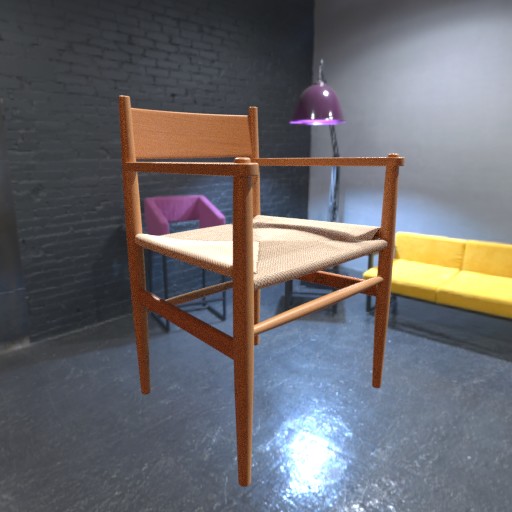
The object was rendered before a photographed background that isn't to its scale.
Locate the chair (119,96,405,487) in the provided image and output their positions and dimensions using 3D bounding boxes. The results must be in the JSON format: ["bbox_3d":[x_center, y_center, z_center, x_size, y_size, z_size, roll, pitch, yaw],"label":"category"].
[{"bbox_3d":[0.000,0.000,1.116,0.495,0.762,0.556,13,19,43],"label":"chair"}]
